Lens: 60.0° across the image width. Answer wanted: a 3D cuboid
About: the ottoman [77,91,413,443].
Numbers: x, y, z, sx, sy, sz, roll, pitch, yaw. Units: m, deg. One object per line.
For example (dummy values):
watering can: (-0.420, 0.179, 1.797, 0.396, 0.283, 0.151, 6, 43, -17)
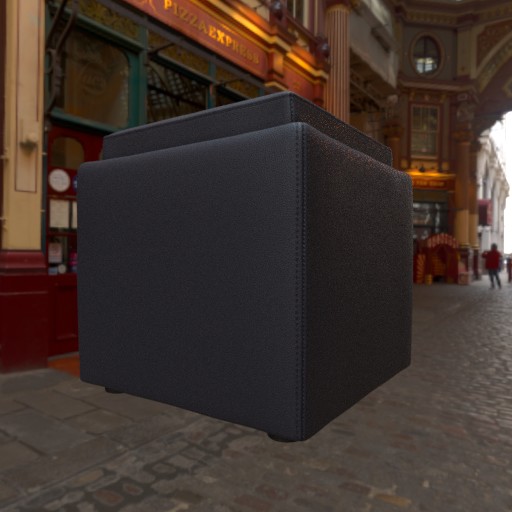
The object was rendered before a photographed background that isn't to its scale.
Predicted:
ottoman: (0.000, 0.000, 0.805, 0.450, 0.460, 0.451, 0, 1, 35)
